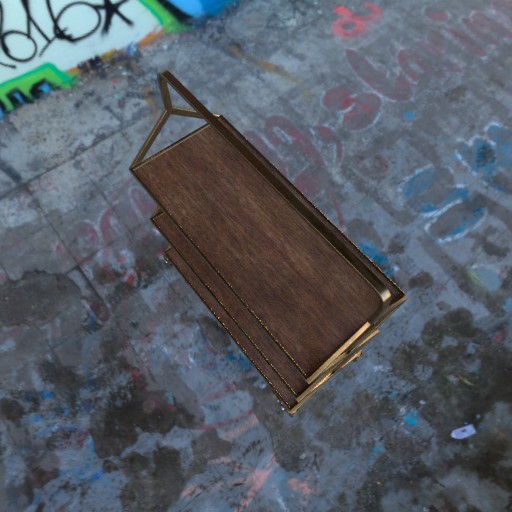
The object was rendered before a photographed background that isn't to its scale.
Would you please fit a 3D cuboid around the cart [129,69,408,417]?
[{"bbox_3d":[0.000,0.000,1.200,0.313,0.805,0.723,-36,69,-16],"label":"cart"}]
